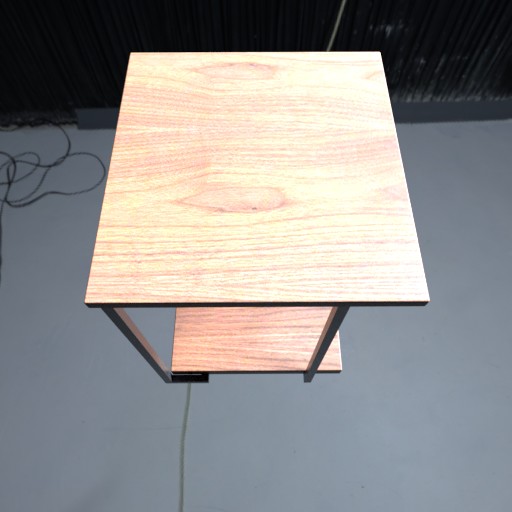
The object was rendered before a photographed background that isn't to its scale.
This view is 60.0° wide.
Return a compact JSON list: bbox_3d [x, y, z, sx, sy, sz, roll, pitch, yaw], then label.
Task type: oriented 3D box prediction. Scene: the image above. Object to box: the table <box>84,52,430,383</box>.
[{"bbox_3d":[0.000,0.000,0.837,0.384,0.567,0.411,0,62,0],"label":"table"}]
